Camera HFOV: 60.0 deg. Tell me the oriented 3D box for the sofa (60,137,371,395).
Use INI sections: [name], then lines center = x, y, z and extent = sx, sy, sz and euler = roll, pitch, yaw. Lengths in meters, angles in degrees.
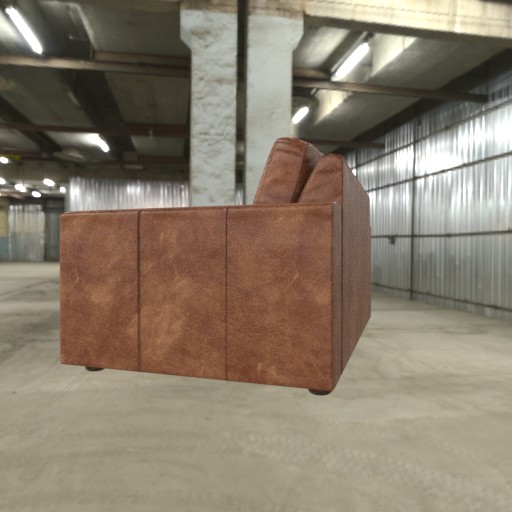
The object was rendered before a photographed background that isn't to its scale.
[sofa]
center = 0.000, 0.000, 2.269
extent = 1.041, 0.889, 1.626
euler = 0, 1, 19
